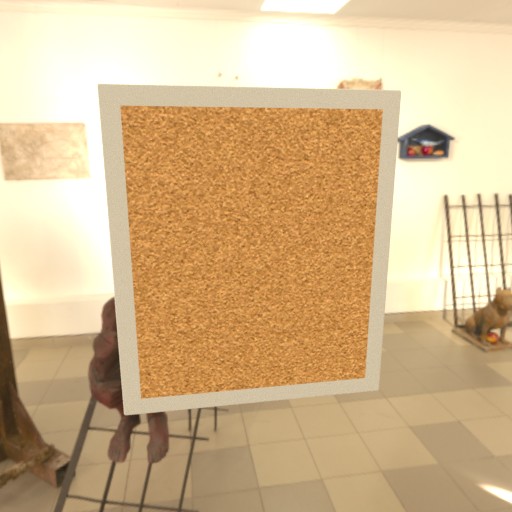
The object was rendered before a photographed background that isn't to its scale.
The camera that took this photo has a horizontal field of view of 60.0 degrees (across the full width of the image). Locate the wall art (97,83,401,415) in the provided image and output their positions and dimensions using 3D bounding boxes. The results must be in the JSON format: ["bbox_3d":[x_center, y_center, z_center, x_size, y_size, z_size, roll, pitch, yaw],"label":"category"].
[{"bbox_3d":[0.000,0.000,0.535,0.331,0.381,0.028,-2,14,-10],"label":"wall art"}]
